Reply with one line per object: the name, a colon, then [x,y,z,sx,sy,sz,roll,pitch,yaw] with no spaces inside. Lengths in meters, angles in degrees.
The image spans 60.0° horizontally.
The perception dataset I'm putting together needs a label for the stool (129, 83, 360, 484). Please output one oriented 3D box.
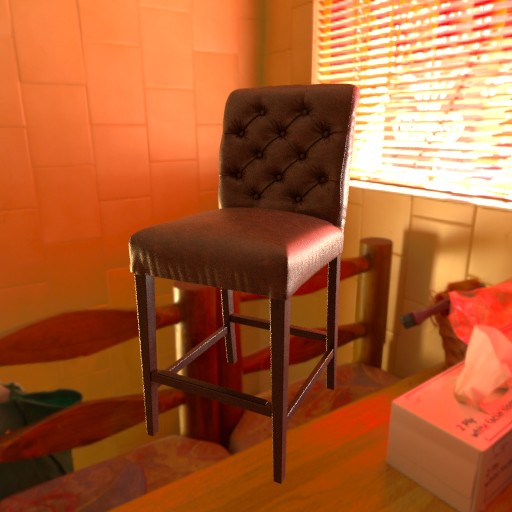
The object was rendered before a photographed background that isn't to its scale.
stool: [0.000,0.000,1.435,0.486,1.084,0.660,8,18,25]
